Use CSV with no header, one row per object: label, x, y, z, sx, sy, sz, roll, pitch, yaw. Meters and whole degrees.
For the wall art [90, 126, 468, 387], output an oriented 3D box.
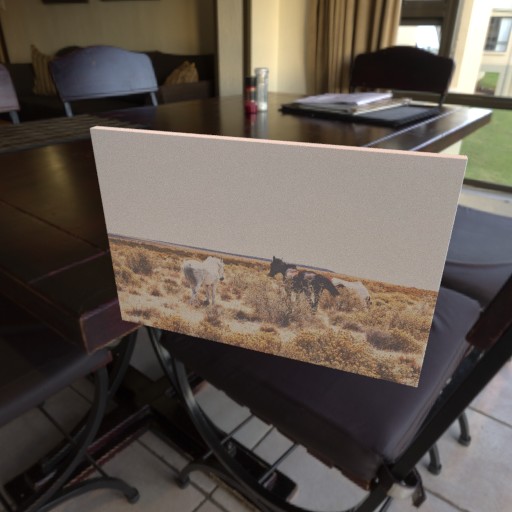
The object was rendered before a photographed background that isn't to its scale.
wall art,0.000,0.000,1.961,1.520,1.016,0.051,9,29,17
